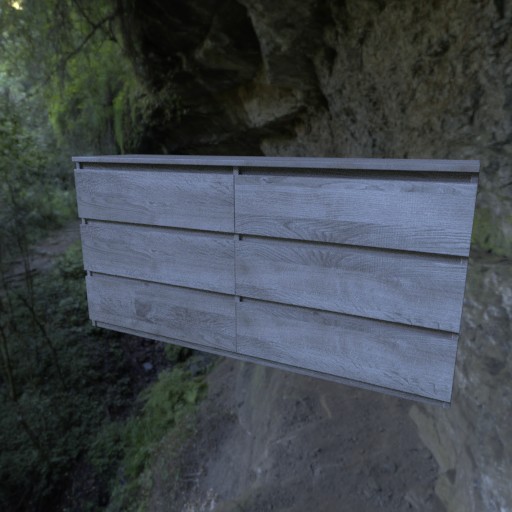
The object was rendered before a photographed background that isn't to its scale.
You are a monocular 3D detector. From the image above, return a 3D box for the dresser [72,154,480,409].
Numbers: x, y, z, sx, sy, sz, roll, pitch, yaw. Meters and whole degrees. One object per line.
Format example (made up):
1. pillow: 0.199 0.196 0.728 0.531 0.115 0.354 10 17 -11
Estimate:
1. dresser: 0.000 0.000 1.848 1.590 0.795 0.390 7 16 25
